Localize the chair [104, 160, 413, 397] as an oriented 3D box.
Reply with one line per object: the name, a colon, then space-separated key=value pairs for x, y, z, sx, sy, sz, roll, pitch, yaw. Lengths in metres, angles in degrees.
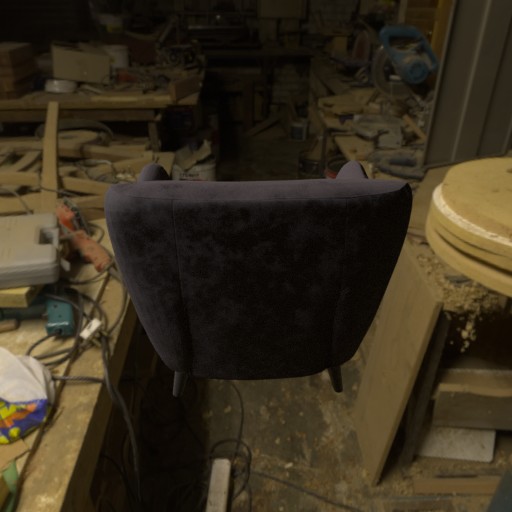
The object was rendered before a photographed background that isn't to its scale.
chair: x=0.000 y=0.000 z=1.502 sx=0.840 sy=0.807 sz=0.819 roll=-1 pitch=31 yaw=-2
